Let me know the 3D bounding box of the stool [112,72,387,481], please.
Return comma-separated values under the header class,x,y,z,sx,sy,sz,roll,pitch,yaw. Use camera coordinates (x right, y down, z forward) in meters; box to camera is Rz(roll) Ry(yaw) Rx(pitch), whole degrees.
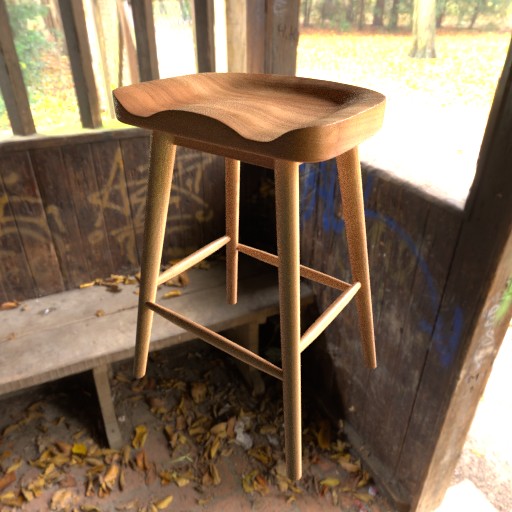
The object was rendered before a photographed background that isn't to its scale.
class,x,y,z,sx,sy,sz,roll,pitch,yaw
stool,0.000,0.000,0.862,0.440,0.615,0.361,21,37,30
